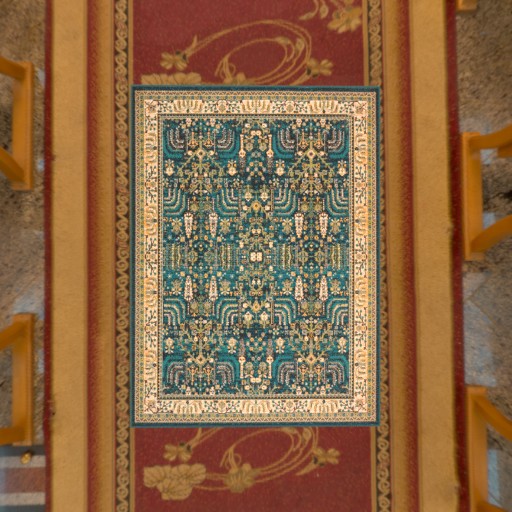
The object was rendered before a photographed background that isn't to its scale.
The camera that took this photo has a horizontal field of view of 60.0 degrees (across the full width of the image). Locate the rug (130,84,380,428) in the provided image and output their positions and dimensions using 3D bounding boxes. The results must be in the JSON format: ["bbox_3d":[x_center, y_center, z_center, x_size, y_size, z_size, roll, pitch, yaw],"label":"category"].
[{"bbox_3d":[0.000,0.000,3.951,2.226,0.015,3.044,0,90,-1],"label":"rug"}]
